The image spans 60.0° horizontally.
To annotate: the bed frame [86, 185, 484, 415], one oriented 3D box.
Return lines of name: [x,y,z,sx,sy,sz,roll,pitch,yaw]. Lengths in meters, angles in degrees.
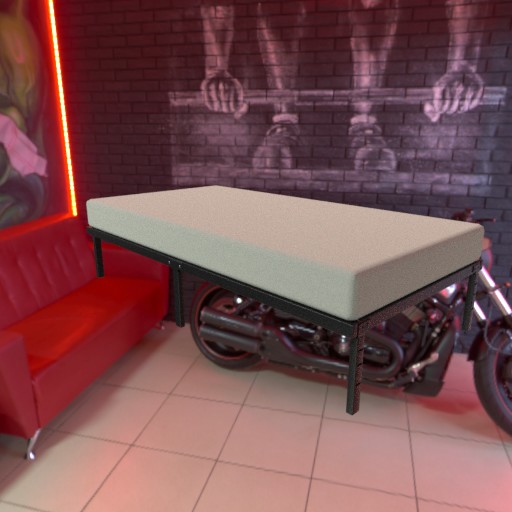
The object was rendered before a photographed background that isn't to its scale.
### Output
bed frame: [0.000,0.000,3.225,1.393,0.680,2.635,-15,22,-41]
